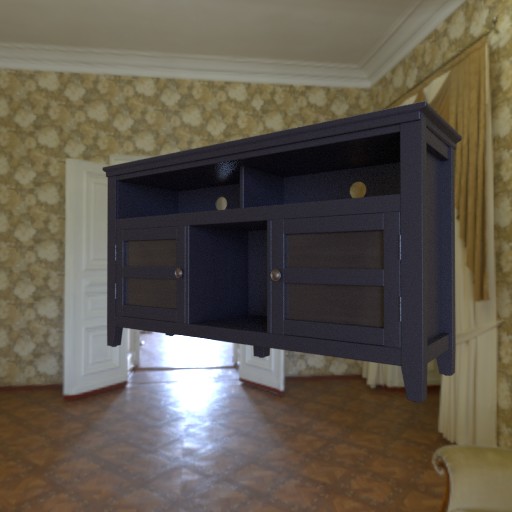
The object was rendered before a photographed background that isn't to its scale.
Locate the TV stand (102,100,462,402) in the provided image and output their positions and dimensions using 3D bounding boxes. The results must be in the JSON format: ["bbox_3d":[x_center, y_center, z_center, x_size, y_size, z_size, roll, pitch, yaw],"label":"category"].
[{"bbox_3d":[0.000,0.000,1.470,1.198,0.681,0.347,-1,-1,36],"label":"TV stand"}]
